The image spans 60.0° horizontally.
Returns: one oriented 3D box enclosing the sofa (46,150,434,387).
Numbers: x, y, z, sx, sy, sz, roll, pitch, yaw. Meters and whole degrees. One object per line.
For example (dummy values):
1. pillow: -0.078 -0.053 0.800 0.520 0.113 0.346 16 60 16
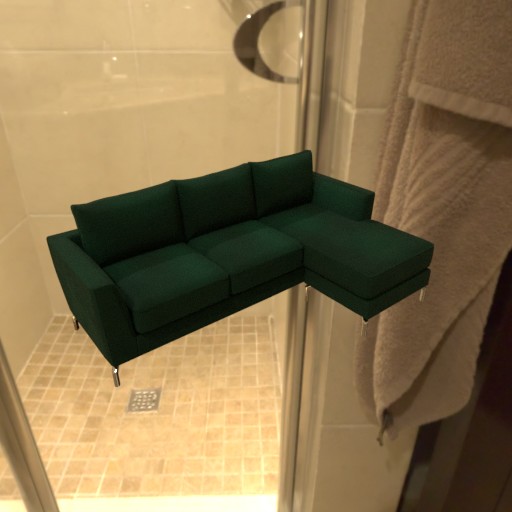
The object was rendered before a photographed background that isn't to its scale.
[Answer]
1. sofa: 0.000 0.000 3.241 2.441 1.007 1.489 -21 35 -33
